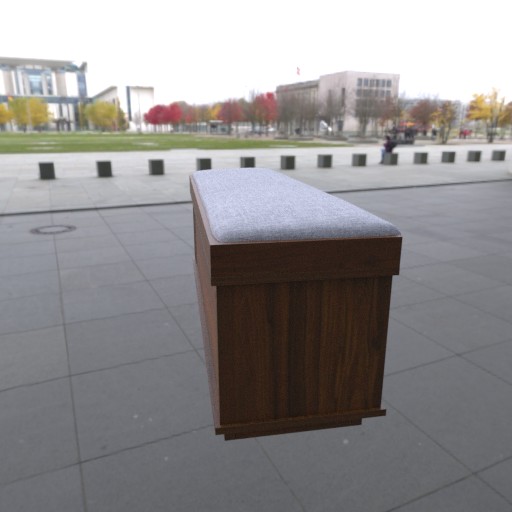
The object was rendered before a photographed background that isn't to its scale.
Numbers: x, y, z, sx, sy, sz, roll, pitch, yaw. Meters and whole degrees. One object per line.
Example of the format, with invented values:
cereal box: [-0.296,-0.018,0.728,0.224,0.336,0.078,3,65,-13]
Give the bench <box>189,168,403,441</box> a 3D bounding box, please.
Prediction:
bench: [0.000,0.000,1.401,0.367,0.468,1.196,-3,16,-9]
